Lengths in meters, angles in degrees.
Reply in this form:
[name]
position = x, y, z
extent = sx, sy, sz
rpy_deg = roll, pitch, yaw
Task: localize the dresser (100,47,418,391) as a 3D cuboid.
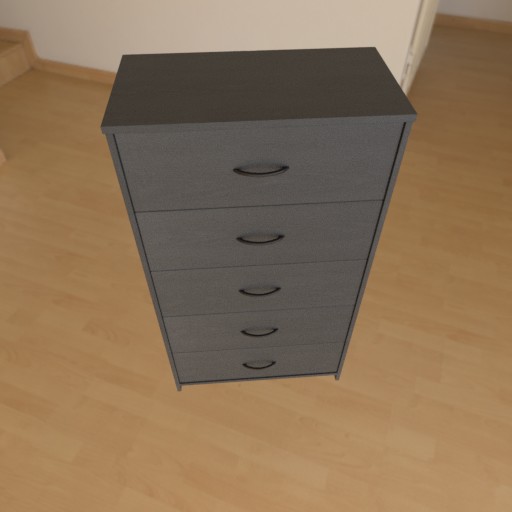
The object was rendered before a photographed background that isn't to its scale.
[dresser]
position = 0.000, 0.000, 1.557
extent = 0.704, 1.255, 0.399
rpy_deg = -3, 47, -3
